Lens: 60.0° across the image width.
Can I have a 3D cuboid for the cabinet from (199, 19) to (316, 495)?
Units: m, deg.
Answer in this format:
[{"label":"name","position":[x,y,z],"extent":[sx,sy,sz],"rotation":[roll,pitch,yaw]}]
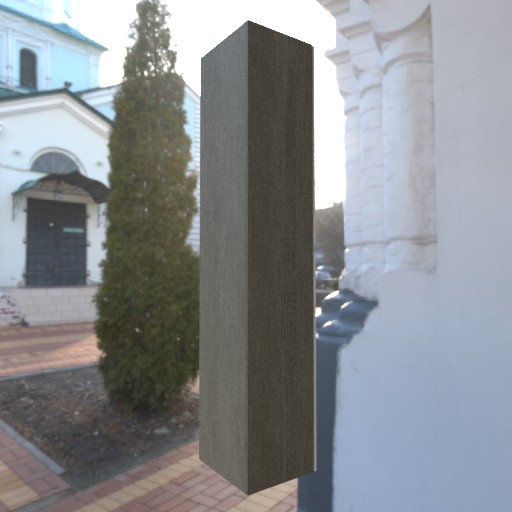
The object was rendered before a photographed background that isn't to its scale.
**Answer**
[{"label":"cabinet","position":[0.000,0.000,1.502],"extent":[0.270,1.400,0.300],"rotation":[1,-2,-35]}]
